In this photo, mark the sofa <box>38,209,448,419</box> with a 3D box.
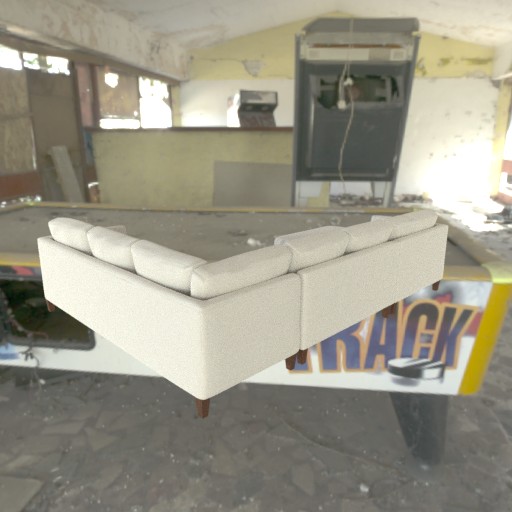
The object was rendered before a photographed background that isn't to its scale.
[{"bbox_3d":[0.000,0.000,4.606,3.459,0.956,2.593,-15,21,-43],"label":"sofa"}]
